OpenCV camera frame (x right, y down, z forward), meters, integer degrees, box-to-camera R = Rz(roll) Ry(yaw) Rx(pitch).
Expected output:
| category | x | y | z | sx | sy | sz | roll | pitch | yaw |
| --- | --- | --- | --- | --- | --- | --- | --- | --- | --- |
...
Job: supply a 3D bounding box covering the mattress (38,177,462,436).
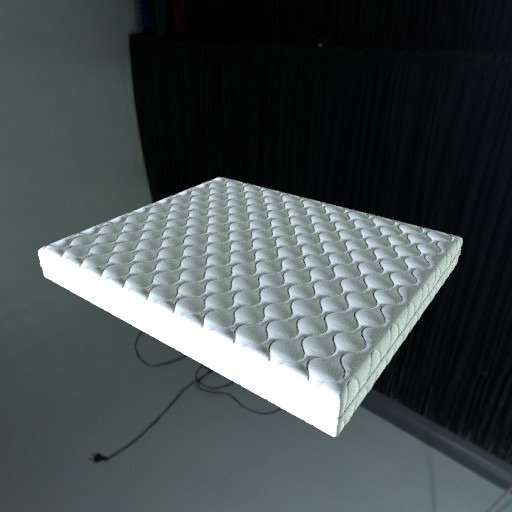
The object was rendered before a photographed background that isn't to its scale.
| category | x | y | z | sx | sy | sz | roll | pitch | yaw |
| --- | --- | --- | --- | --- | --- | --- | --- | --- | --- |
| mattress | 0.000 | 0.000 | 2.601 | 1.900 | 0.200 | 1.600 | 19 | 34 | 31 |
